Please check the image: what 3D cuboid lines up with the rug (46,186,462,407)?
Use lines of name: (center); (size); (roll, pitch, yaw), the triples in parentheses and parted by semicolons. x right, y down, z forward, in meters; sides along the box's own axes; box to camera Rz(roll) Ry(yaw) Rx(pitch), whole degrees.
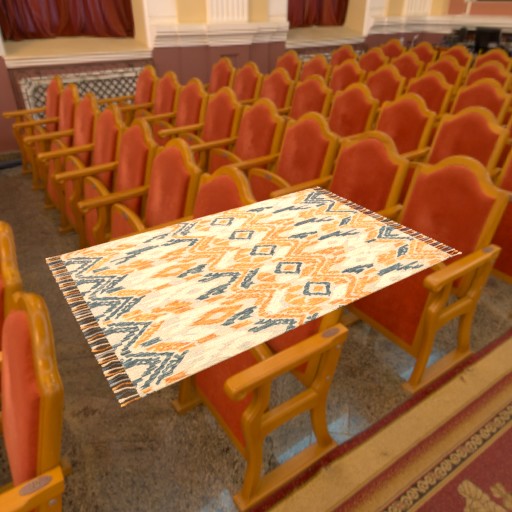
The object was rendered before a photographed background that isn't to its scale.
rug: (0.000, 0.000, 3.042); (2.428, 0.010, 1.533); (-19, 35, -29)
